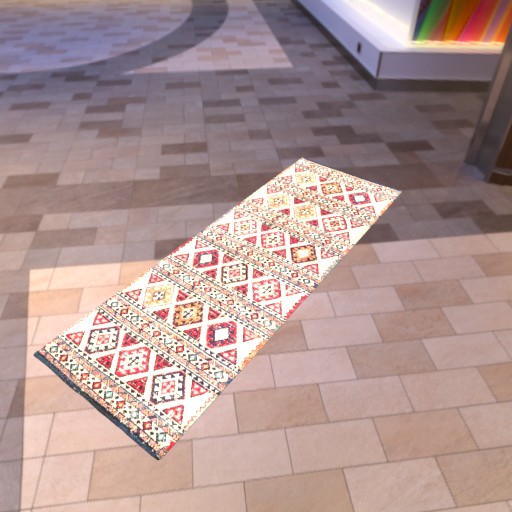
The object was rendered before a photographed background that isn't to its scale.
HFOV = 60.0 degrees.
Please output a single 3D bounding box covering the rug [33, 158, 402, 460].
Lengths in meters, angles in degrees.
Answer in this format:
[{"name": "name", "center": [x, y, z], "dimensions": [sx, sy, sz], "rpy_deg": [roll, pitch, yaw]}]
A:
[{"name": "rug", "center": [0.000, 0.000, 2.582], "dimensions": [0.832, 0.008, 2.362], "rpy_deg": [26, 47, 27]}]
